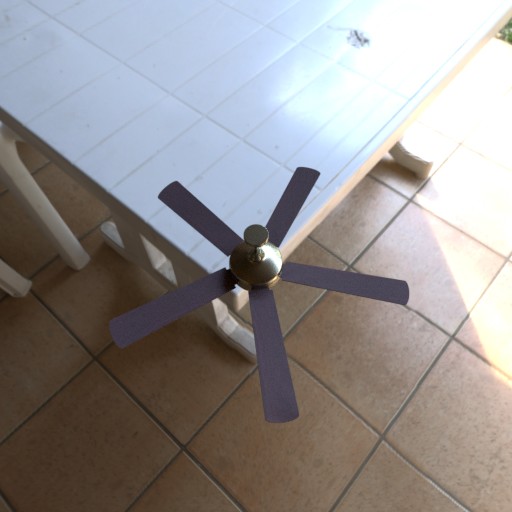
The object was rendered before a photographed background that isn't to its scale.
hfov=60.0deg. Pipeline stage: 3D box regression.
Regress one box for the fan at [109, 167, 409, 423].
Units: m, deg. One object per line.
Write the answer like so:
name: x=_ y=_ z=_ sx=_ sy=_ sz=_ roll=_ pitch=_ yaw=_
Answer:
fan: x=0.000 y=0.000 z=2.002 sx=1.321 sy=0.356 sz=1.321 roll=32 pitch=64 yaw=18
